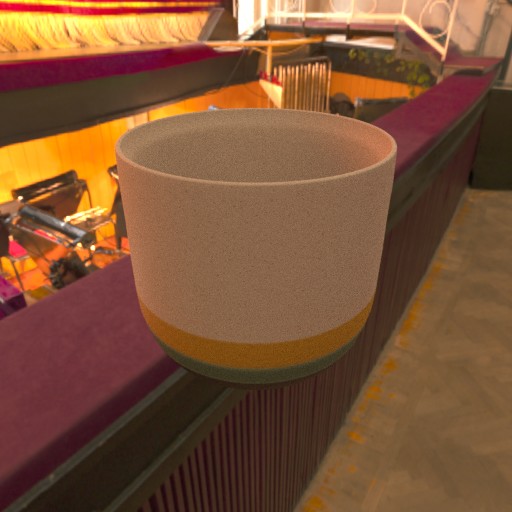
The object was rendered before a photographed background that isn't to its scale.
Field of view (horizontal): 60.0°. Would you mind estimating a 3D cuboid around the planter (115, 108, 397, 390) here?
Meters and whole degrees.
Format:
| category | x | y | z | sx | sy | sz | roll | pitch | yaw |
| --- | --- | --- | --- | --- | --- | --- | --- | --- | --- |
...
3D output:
| category | x | y | z | sx | sy | sz | roll | pitch | yaw |
| --- | --- | --- | --- | --- | --- | --- | --- | --- | --- |
| planter | 0.000 | 0.000 | 0.499 | 0.268 | 0.270 | 0.268 | 0 | 30 | 0 |
